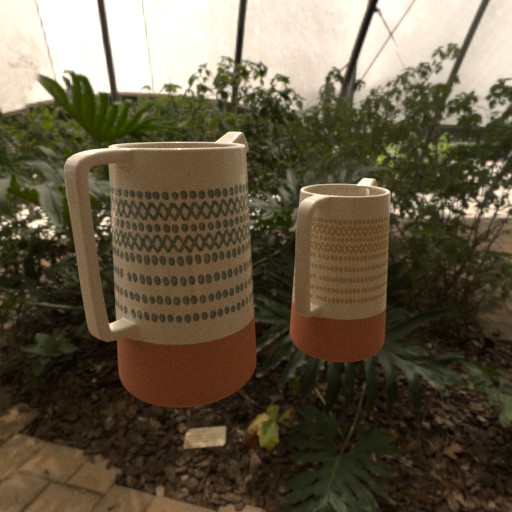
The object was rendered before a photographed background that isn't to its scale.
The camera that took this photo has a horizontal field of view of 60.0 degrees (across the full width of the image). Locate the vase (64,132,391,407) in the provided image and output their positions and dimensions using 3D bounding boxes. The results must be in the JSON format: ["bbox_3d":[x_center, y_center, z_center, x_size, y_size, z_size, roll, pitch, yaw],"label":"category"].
[{"bbox_3d":[0.000,0.000,0.462,0.326,0.247,0.168,-3,17,-10],"label":"vase"}]
